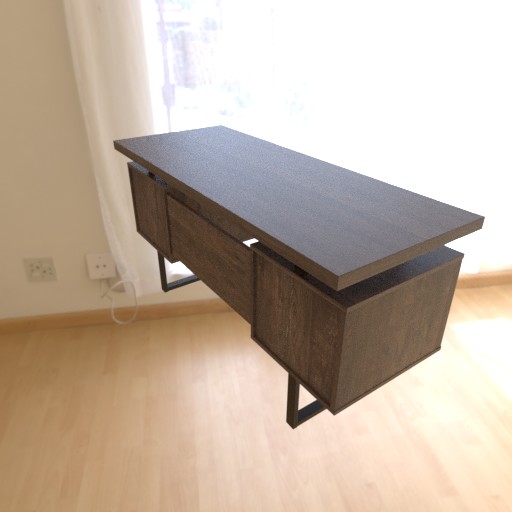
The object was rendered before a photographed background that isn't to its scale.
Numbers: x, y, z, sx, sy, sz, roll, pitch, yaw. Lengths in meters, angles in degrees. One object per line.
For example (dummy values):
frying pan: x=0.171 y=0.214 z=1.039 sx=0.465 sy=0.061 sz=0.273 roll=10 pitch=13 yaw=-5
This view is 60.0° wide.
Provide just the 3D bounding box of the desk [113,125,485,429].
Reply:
desk: x=0.000 y=0.000 z=1.896 sx=0.600 sy=0.760 sz=1.524 roll=-18 pitch=34 yaw=-30
